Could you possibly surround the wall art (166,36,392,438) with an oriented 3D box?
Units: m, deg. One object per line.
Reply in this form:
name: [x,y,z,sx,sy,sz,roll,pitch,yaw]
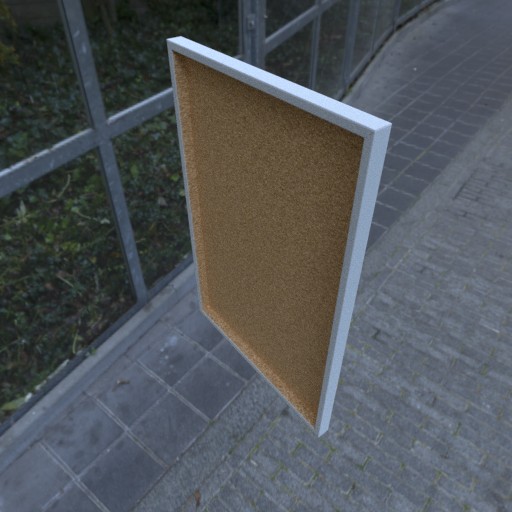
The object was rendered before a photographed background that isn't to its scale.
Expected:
wall art: [0.000,0.000,1.137,0.038,0.914,0.610,-27,48,-28]
